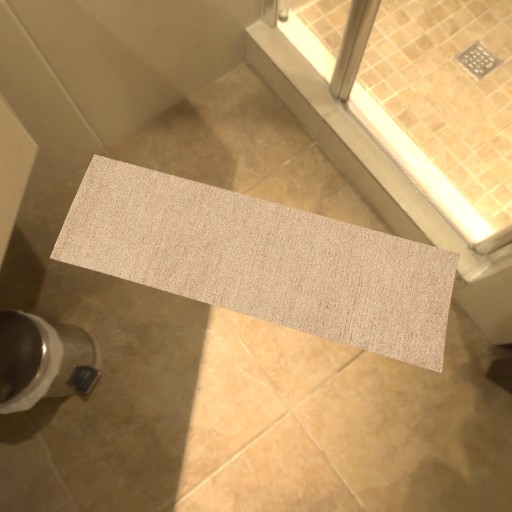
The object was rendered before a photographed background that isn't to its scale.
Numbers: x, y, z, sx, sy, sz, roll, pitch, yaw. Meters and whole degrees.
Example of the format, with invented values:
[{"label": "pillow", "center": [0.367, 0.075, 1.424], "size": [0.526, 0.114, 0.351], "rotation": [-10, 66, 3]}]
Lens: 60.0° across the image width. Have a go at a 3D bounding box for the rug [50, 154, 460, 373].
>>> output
[{"label": "rug", "center": [0.000, 0.000, 2.624], "size": [2.346, 0.013, 0.712], "rotation": [16, 75, 4]}]
